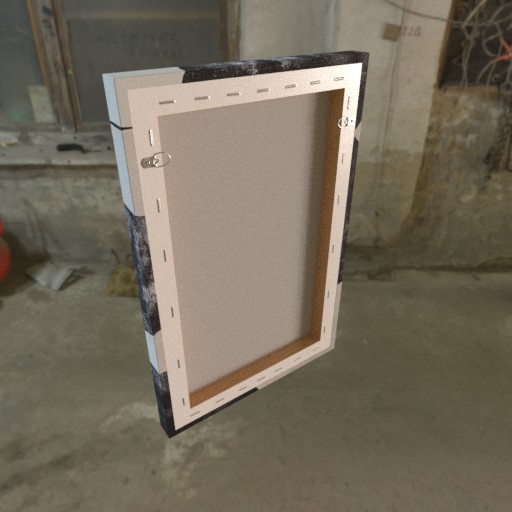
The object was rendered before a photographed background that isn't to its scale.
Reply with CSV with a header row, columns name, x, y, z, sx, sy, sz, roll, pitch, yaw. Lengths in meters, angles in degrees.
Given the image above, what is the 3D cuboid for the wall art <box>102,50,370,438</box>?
name,x,y,z,sx,sy,sz,roll,pitch,yaw
wall art,0.000,0.000,0.754,0.407,0.610,0.039,-20,36,-30
